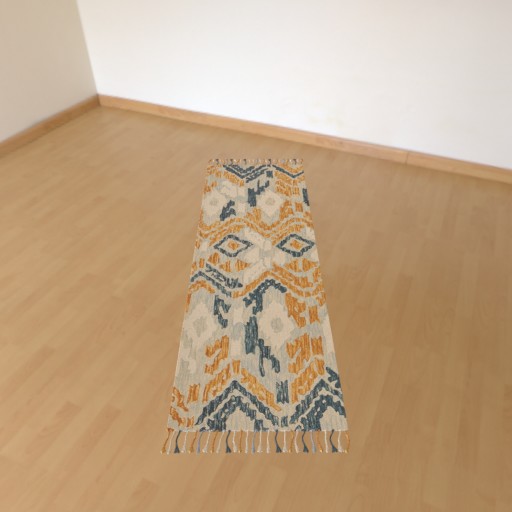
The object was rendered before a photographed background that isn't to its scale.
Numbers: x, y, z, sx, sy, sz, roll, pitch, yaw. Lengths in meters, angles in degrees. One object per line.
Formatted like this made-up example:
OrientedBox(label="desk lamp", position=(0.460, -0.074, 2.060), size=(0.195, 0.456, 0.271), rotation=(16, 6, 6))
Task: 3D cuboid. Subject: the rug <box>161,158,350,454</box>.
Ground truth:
OrientedBox(label="rug", position=(0.000, 0.000, 2.702), size=(0.783, 0.010, 2.437), rotation=(0, 41, 0))
